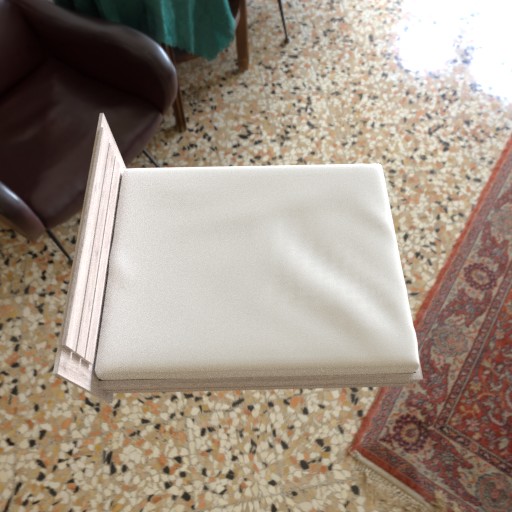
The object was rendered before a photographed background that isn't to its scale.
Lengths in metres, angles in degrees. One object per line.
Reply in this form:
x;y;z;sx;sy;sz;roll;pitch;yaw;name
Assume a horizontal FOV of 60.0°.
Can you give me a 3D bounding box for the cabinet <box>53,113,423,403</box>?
0.000;0.000;3.045;2.080;0.970;1.750;-1;63;-1;cabinet
